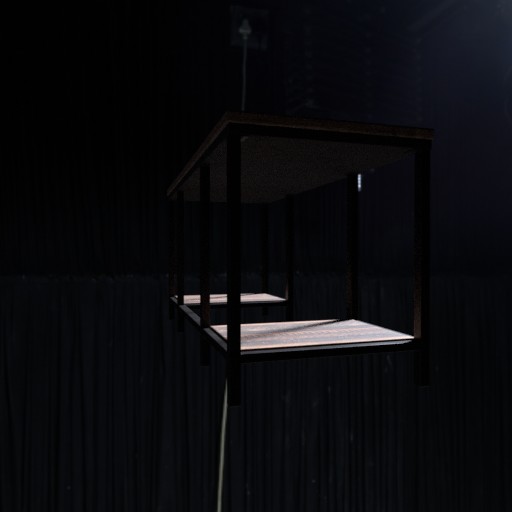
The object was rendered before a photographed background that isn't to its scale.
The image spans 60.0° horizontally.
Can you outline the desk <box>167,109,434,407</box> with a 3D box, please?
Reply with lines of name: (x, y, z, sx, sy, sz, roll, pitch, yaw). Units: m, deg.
desk: (0.000, 0.000, 1.940, 0.617, 0.753, 1.538, 0, 1, -17)
